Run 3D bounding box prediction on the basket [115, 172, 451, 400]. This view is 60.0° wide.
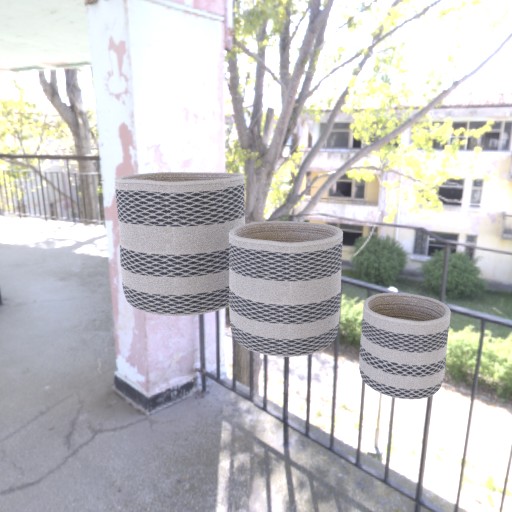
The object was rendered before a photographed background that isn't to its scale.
[{"bbox_3d":[0.000,0.000,1.061,0.917,0.356,0.351,14,20,42],"label":"basket"}]
